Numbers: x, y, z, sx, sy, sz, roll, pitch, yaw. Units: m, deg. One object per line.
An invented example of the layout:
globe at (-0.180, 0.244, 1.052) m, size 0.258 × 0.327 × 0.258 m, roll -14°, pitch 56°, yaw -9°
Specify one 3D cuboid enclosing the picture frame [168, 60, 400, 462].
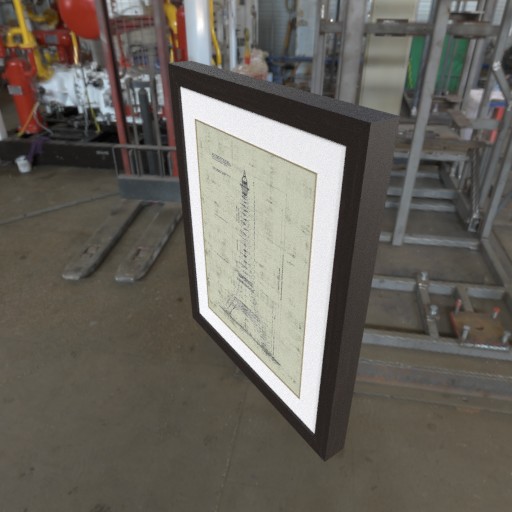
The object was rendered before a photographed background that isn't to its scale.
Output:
picture frame at (0.000, 0.000, 0.751) m, size 0.044 × 0.555 × 0.452 m, roll -21°, pitch 37°, yaw -29°
